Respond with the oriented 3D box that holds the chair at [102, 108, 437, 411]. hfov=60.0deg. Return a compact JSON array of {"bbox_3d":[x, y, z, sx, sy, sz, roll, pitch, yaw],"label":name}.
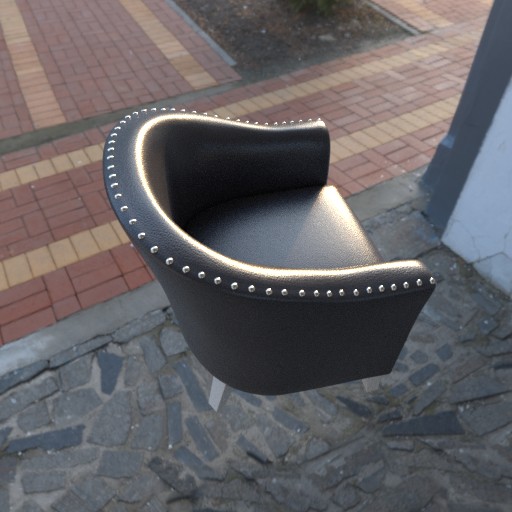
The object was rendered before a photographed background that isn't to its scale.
[{"bbox_3d":[0.000,0.000,1.393,0.748,0.823,0.794,-11,47,-10],"label":"chair"}]
